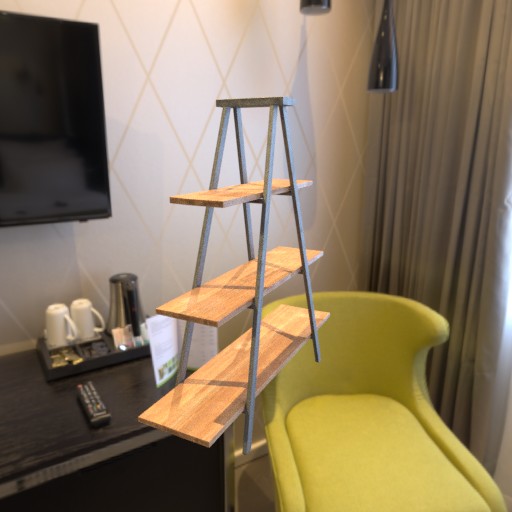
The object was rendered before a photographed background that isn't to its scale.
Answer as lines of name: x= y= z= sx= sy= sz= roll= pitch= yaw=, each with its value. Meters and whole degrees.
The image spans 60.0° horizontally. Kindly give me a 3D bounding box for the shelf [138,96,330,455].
shelf: x=0.000 y=0.000 z=2.701 sx=0.508 sy=1.808 sz=1.746 roll=8 pitch=17 yaw=26
